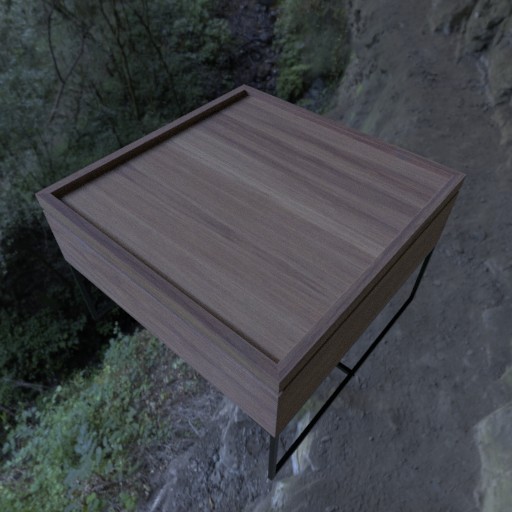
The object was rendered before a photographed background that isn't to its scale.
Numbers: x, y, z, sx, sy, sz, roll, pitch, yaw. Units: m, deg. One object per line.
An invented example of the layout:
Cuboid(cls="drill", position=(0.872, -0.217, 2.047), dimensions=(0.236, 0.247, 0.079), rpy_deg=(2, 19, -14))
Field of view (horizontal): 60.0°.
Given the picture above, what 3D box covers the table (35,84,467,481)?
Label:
Cuboid(cls="table", position=(0.000, 0.000, 1.148), dimensions=(0.679, 0.464, 0.676), rpy_deg=(32, 54, 27))
